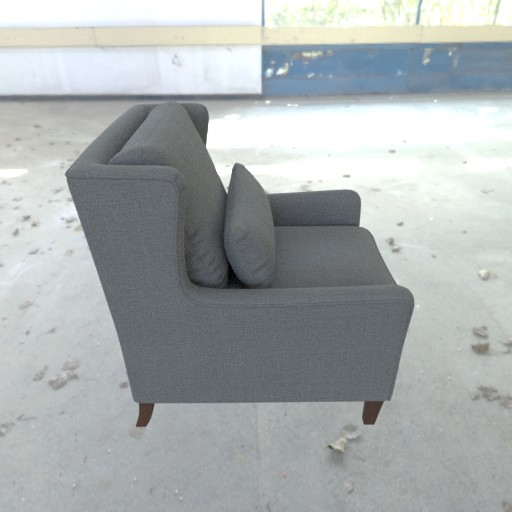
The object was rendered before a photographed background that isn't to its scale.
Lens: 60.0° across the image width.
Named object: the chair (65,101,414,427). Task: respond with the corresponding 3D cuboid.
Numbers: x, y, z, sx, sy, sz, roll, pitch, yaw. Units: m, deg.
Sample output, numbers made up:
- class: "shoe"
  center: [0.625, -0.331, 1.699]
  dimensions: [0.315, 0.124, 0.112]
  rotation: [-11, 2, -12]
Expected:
- class: "chair"
  center: [0.000, 0.000, 1.748]
  dimensions: [1.040, 1.056, 0.866]
  rotation: [0, 31, -1]
